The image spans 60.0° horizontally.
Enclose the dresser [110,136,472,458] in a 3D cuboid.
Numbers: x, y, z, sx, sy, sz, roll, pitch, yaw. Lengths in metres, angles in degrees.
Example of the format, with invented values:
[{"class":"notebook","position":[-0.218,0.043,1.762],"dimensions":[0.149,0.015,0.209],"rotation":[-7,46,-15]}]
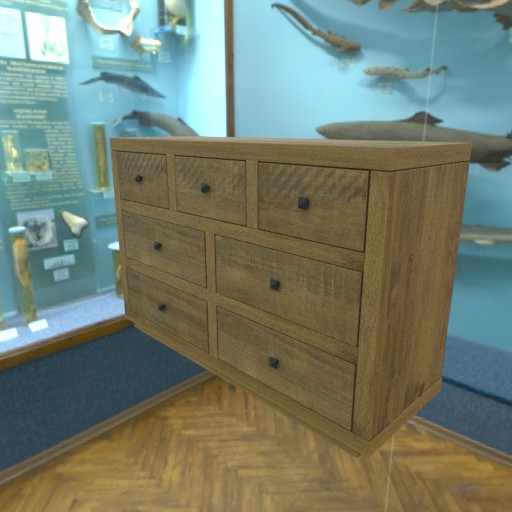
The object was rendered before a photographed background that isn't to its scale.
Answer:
[{"class":"dresser","position":[0.000,0.000,1.627],"dimensions":[0.479,0.825,1.261],"rotation":[-16,22,-43]}]
